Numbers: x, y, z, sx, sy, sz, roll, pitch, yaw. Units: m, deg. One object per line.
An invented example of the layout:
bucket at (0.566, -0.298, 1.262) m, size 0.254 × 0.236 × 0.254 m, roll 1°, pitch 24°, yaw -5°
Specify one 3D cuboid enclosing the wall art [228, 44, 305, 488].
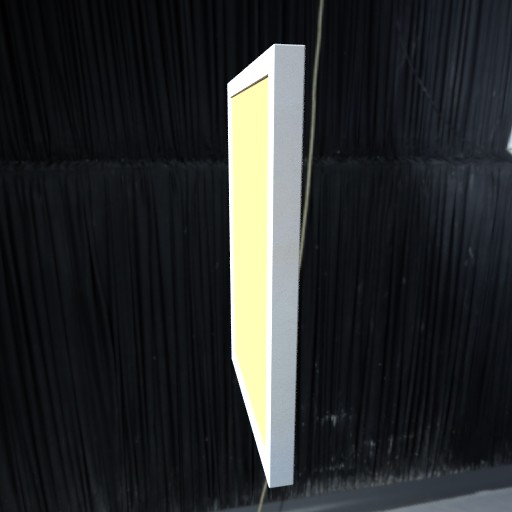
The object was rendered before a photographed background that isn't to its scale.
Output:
wall art at (0.000, 0.000, 0.781) m, size 0.038 × 0.611 × 0.408 m, roll -3°, pitch 16°, yaw -10°
